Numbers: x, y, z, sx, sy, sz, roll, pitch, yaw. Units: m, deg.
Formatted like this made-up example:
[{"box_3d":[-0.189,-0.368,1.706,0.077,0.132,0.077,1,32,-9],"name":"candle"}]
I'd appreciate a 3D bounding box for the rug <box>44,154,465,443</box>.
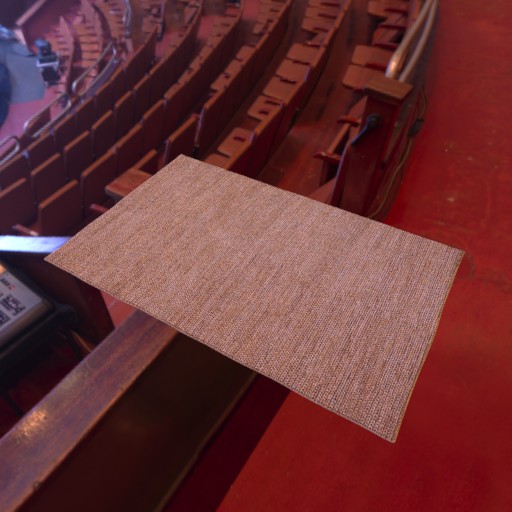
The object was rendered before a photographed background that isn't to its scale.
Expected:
[{"box_3d":[0.000,0.000,3.020,2.438,0.034,1.521,23,49,21],"name":"rug"}]
